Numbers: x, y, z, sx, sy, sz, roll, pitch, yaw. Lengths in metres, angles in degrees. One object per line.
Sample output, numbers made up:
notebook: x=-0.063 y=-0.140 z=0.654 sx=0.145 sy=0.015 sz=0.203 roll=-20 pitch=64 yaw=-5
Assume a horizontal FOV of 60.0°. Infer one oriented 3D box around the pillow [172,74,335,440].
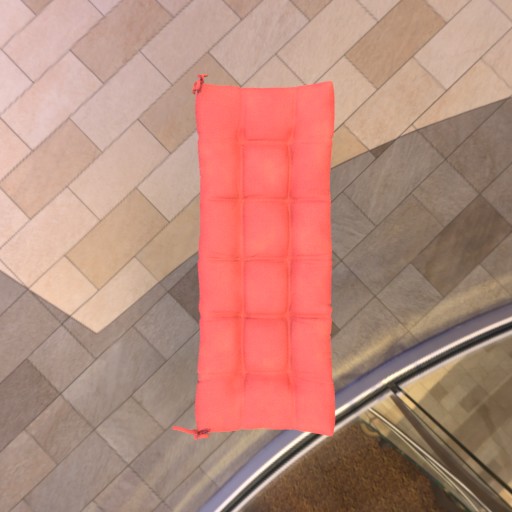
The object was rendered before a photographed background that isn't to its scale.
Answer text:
pillow: x=0.000 y=0.000 z=1.424 sx=0.511 sy=0.174 sz=1.194 roll=0 pitch=89 yaw=0
